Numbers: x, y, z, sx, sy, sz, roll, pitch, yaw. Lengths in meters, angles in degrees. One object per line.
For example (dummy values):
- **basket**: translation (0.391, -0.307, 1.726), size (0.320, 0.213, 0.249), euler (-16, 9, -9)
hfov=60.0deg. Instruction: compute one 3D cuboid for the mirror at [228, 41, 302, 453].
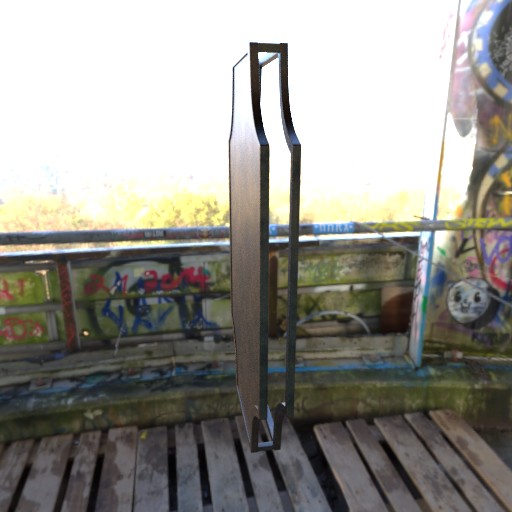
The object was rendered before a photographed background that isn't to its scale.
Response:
- **mirror**: translation (0.000, 0.000, 0.967), size (0.066, 0.811, 0.462), euler (-3, 17, -9)
